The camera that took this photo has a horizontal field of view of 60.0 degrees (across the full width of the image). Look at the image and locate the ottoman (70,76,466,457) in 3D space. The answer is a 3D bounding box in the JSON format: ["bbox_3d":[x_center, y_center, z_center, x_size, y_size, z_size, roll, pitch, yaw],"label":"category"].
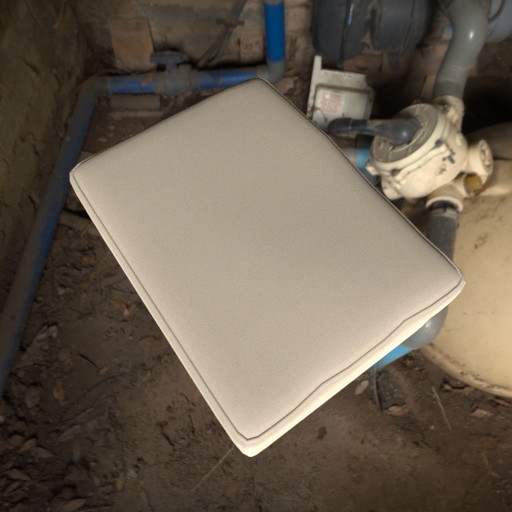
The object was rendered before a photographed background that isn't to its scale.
[{"bbox_3d":[0.000,0.000,1.216,0.634,0.485,0.818,-32,67,-15],"label":"ottoman"}]
